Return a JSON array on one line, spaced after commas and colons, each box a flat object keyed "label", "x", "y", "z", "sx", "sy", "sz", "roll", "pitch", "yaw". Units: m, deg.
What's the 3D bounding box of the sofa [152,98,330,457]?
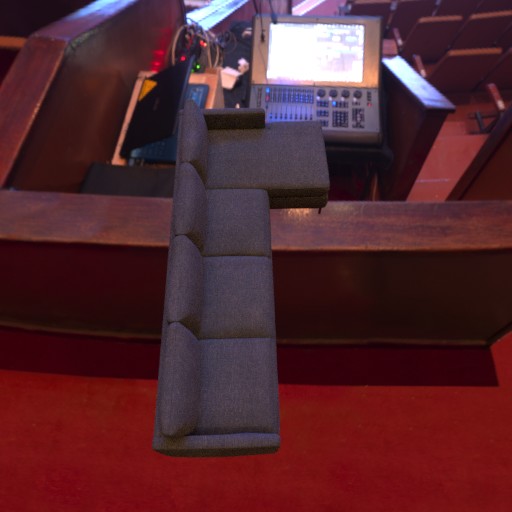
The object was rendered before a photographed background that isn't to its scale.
[{"label": "sofa", "x": 0.000, "y": 0.000, "z": 3.560, "sx": 1.350, "sy": 0.810, "sz": 2.932, "roll": -1, "pitch": 62, "yaw": -1}]
